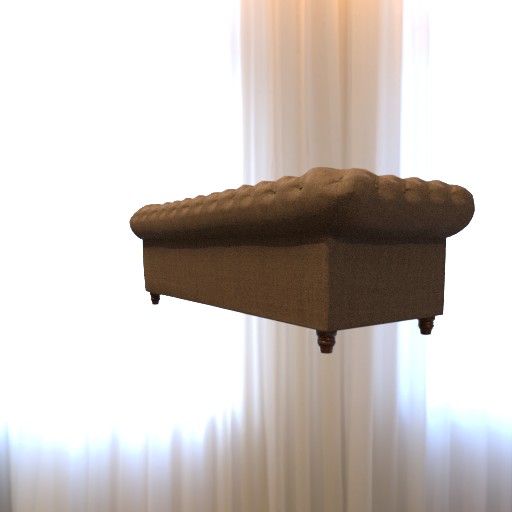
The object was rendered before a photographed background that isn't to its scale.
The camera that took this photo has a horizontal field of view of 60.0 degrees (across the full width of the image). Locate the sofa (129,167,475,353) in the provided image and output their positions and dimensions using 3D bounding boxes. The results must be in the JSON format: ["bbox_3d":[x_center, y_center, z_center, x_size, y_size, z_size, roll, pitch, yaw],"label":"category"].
[{"bbox_3d":[0.000,0.000,2.823,0.944,0.787,2.385,-1,1,-34],"label":"sofa"}]
